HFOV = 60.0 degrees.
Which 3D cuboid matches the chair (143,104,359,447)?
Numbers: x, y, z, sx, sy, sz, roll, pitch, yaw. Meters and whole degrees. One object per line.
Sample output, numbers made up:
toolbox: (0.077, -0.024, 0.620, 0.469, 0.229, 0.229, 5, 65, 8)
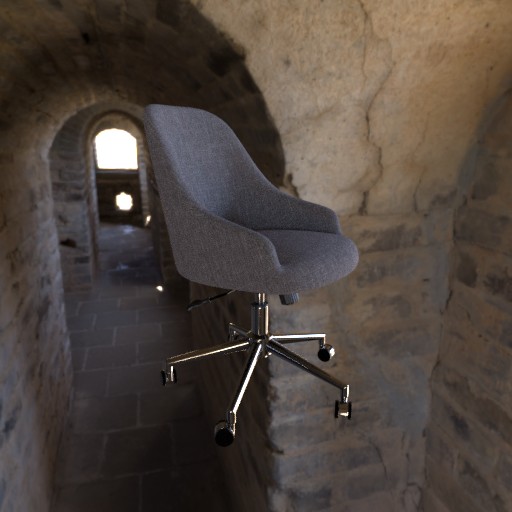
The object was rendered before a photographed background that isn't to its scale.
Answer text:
chair: (0.000, 0.000, 1.439, 0.712, 0.950, 0.671, 8, 17, 28)
